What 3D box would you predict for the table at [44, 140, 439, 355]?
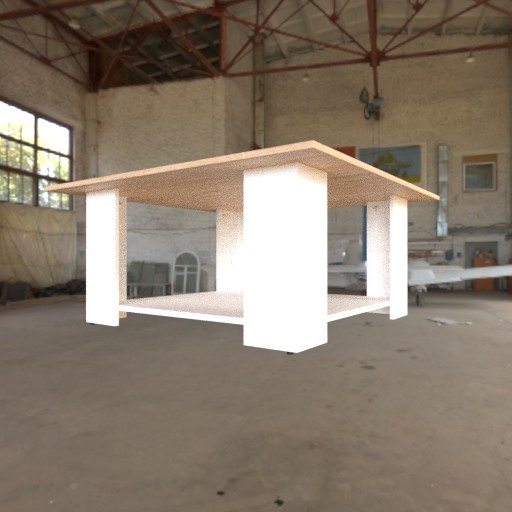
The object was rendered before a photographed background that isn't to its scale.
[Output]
[{"bbox_3d":[0.000,0.000,1.053,0.670,0.305,0.670,0,0,36],"label":"table"}]
